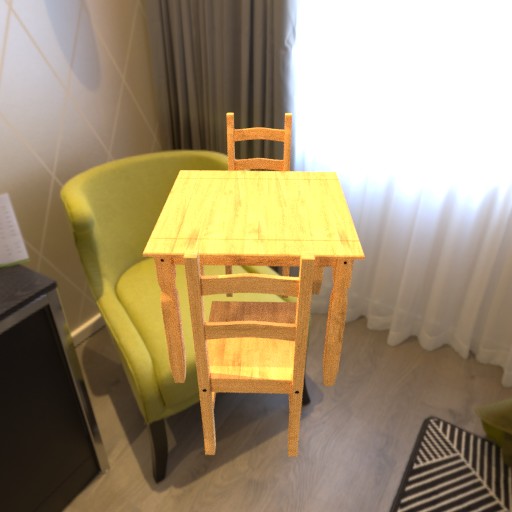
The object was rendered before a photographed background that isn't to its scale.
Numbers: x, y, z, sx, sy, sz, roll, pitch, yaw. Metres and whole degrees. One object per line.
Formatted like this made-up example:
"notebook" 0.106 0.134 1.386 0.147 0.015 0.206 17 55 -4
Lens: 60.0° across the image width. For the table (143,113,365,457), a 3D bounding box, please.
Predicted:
"table" 0.000 0.000 2.104 0.813 0.942 1.501 1 33 1
